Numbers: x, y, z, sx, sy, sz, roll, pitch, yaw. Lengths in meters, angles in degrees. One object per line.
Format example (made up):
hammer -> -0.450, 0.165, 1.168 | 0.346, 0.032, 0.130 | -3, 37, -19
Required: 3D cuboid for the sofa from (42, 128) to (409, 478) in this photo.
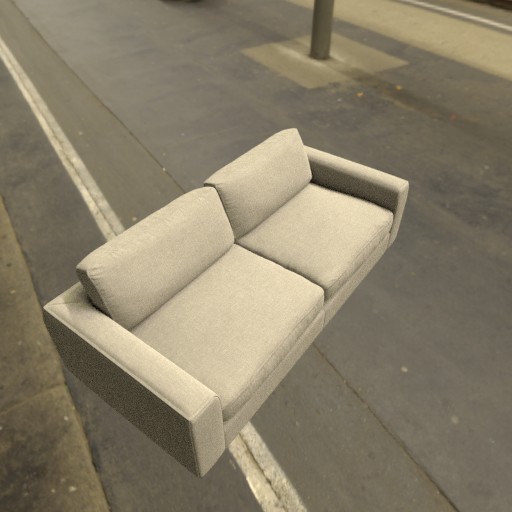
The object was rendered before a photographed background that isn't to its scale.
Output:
sofa -> 0.000, 0.000, 2.755 | 1.070, 0.801, 2.262 | 27, 48, 27
